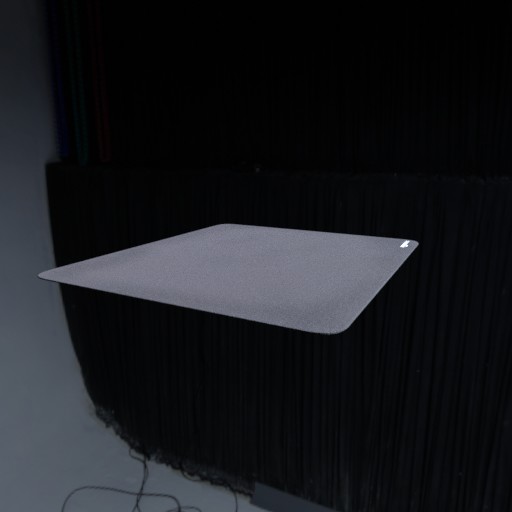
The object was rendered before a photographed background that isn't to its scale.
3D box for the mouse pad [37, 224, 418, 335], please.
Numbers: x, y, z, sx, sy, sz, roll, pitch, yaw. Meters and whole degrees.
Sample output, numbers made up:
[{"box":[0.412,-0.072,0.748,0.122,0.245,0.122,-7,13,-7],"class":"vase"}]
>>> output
[{"box":[0.000,0.000,0.647,0.393,0.002,0.451,7,15,27],"class":"mouse pad"}]
